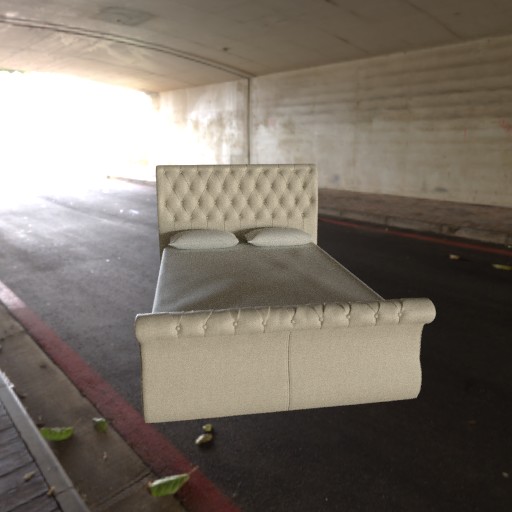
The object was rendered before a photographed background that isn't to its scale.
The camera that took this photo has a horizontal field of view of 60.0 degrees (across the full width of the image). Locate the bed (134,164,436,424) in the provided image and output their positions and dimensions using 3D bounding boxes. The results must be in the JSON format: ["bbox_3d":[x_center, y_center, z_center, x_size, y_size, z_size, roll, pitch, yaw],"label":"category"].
[{"bbox_3d":[0.000,0.000,3.453,1.606,1.268,2.493,-2,15,-9],"label":"bed"}]
